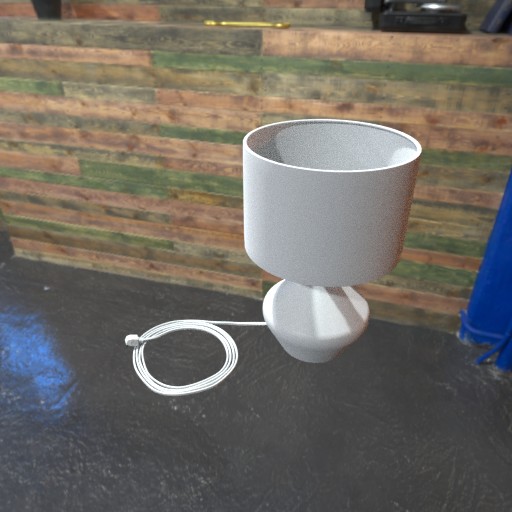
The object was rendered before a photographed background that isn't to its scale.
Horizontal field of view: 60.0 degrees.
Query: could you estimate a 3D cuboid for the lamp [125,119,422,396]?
[{"bbox_3d":[0.000,0.000,0.882,0.546,0.457,0.401,9,32,15],"label":"lamp"}]
